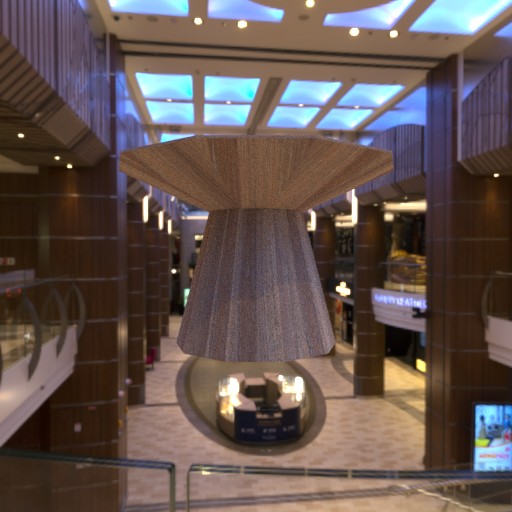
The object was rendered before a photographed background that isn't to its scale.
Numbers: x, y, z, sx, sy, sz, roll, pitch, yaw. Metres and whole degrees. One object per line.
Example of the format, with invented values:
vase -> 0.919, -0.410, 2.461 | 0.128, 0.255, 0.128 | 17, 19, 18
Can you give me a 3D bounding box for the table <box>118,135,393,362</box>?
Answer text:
table -> 0.000, 0.000, 1.918 | 1.186, 0.752, 1.186 | 0, 1, 0
